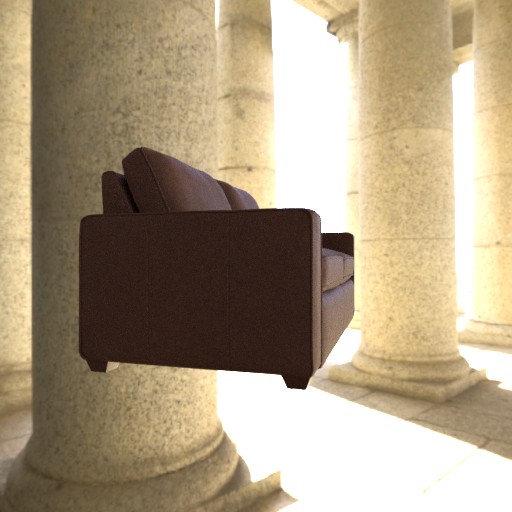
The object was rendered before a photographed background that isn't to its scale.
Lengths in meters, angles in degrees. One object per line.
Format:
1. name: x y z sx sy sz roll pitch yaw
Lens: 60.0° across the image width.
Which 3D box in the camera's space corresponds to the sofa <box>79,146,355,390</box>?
1. sofa: 0.000 0.000 2.385 0.947 0.918 1.709 0 0 17
